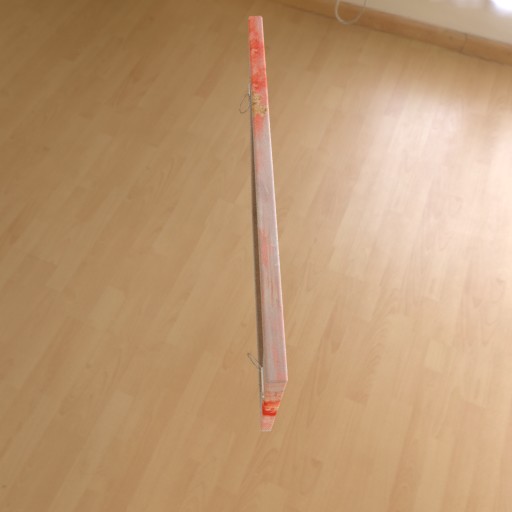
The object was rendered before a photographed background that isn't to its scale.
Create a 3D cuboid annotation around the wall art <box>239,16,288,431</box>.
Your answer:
[{"bbox_3d":[0.000,0.000,1.283,0.066,0.878,0.878,-2,64,-1],"label":"wall art"}]
